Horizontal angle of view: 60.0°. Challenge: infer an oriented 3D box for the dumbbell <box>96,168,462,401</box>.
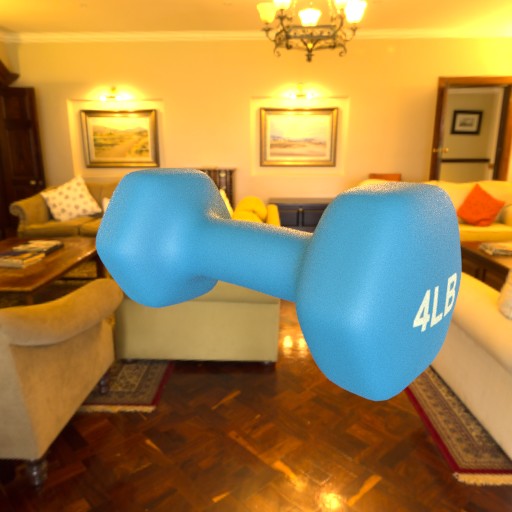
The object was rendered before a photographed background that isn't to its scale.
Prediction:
[{"bbox_3d":[0.000,0.000,0.183,0.152,0.066,0.074,13,20,41],"label":"dumbbell"}]
